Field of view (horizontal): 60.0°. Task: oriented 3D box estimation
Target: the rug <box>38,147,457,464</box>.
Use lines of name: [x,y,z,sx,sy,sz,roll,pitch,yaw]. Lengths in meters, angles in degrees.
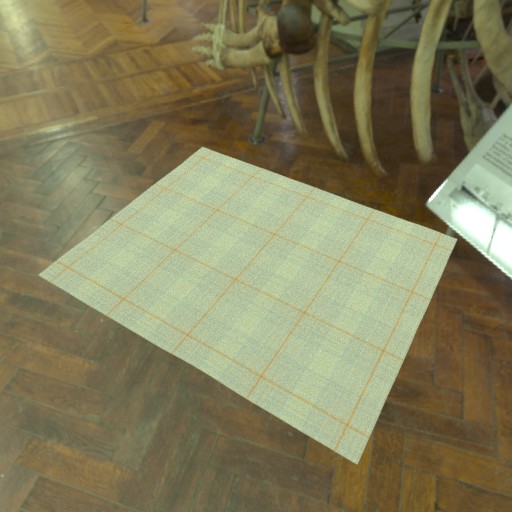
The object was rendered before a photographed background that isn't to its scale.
rug: [0.000,0.000,4.102,3.051,0.021,2.448,24,51,22]
